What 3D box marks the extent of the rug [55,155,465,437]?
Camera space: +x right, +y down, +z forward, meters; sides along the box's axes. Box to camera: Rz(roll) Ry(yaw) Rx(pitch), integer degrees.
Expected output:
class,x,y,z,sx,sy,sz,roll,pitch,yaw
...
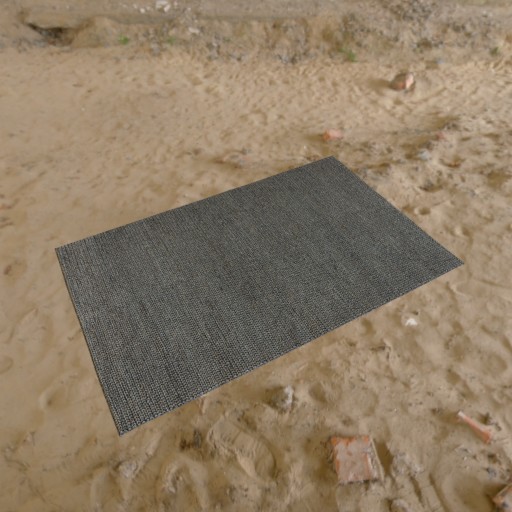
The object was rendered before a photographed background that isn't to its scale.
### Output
class,x,y,z,sx,sy,sz,roll,pitch,yaw
rug,0.000,0.000,3.101,2.443,0.021,1.538,-22,50,-20
